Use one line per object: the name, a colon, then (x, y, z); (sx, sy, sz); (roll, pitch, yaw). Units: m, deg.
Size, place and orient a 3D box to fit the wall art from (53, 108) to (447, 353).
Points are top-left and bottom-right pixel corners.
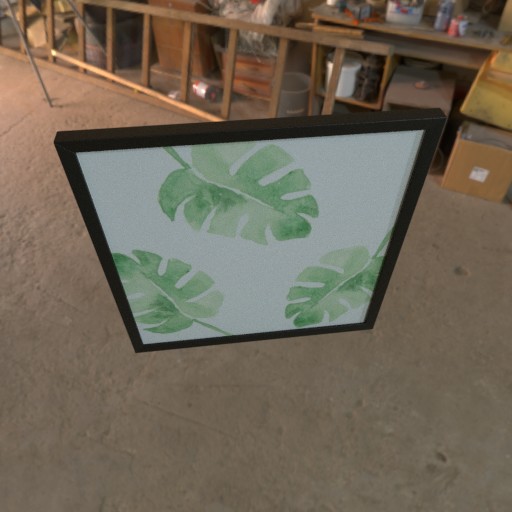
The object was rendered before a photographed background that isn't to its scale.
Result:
wall art: (0.000, 0.000, 1.149); (0.765, 0.765, 0.038); (-5, 48, -4)
